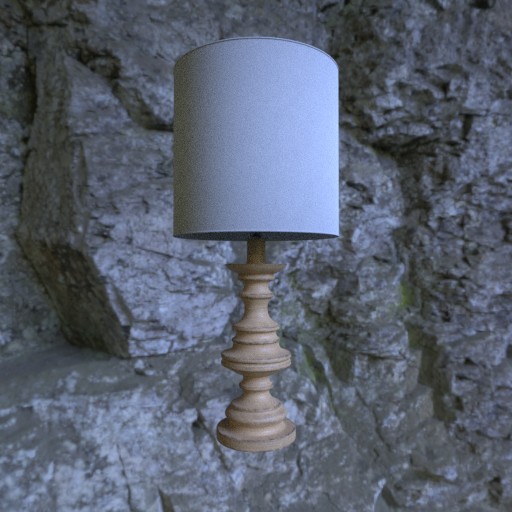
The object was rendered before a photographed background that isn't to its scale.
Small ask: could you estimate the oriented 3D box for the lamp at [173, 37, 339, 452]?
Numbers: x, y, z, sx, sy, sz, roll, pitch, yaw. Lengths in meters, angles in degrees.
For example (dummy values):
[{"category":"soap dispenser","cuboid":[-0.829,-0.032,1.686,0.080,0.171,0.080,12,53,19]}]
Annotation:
[{"category":"lamp","cuboid":[0.000,0.000,0.564,0.208,0.455,0.208,0,-1,-20]}]
